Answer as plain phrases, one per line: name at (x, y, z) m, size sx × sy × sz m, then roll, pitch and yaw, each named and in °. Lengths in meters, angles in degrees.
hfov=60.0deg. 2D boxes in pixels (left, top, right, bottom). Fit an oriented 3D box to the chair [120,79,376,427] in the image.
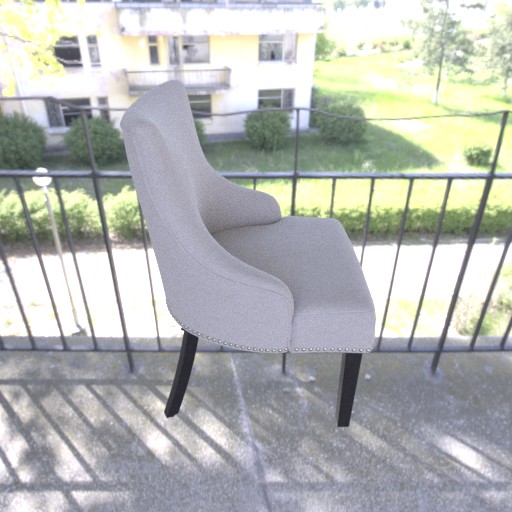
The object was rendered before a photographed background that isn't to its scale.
chair at (0.000, 0.000, 1.312) m, size 0.629 × 0.909 × 0.566 m, roll 0°, pitch 31°, yaw -1°
